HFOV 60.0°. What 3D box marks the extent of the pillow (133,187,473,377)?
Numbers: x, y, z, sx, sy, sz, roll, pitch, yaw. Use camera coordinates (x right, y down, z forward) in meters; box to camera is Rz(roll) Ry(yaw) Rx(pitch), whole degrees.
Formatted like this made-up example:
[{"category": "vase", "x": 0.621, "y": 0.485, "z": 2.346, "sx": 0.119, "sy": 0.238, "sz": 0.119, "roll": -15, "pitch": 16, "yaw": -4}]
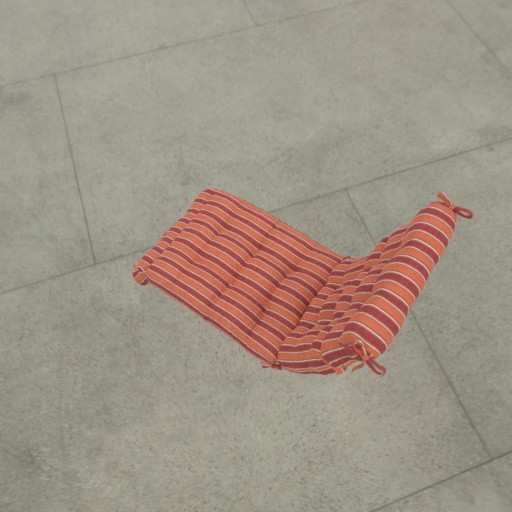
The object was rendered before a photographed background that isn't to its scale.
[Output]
[{"category": "pillow", "x": 0.000, "y": 0.000, "z": 1.534, "sx": 1.016, "sy": 0.863, "sz": 0.526, "roll": 32, "pitch": 68, "yaw": 15}]
